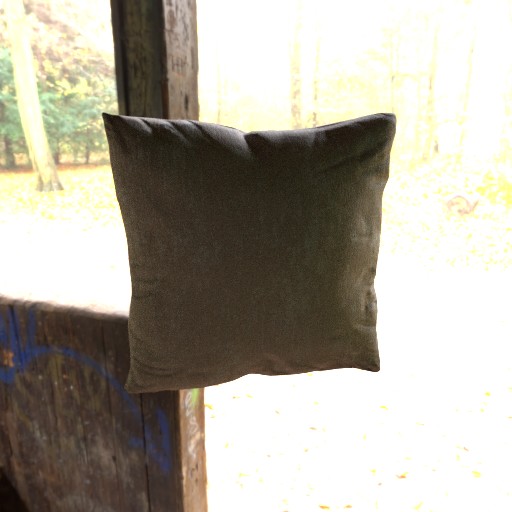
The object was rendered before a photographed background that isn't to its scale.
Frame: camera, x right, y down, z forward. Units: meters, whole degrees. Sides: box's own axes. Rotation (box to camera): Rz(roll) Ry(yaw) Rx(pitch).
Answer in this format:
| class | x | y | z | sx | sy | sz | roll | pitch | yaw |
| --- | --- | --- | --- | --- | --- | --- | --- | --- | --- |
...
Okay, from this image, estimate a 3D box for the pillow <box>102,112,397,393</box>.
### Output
| class | x | y | z | sx | sy | sz | roll | pitch | yaw |
| --- | --- | --- | --- | --- | --- | --- | --- | --- | --- |
| pillow | 0.000 | 0.000 | 0.722 | 0.450 | 0.448 | 0.245 | -2 | 16 | -7 |
